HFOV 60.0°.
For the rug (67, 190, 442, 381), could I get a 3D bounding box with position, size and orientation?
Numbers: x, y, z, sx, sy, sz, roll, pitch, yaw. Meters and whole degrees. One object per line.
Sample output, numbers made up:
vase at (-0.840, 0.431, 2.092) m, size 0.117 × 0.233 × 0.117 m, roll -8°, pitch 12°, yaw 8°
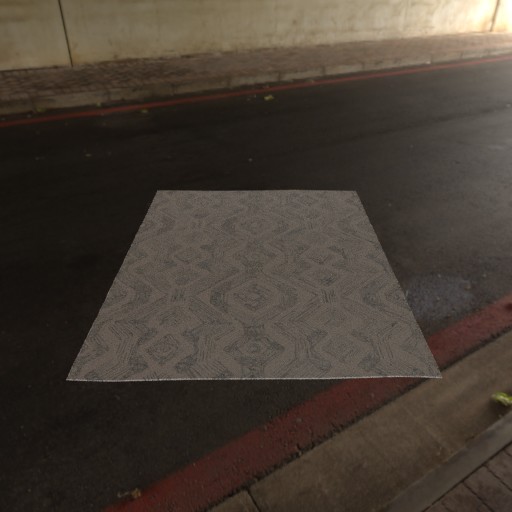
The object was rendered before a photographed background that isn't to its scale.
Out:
rug at (0.000, 0.000, 4.136) m, size 2.430 × 0.030 × 3.054 m, roll 0°, pitch 32°, yaw 0°
